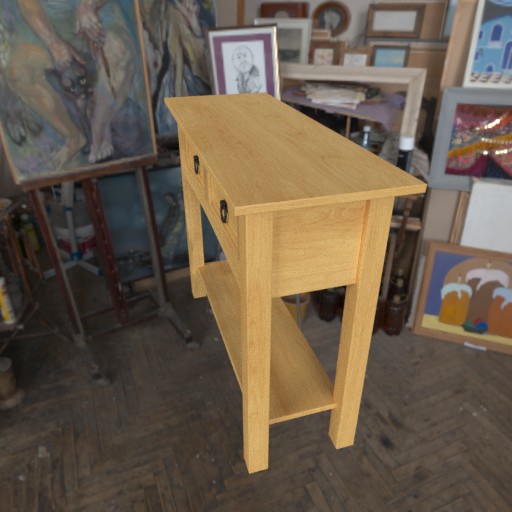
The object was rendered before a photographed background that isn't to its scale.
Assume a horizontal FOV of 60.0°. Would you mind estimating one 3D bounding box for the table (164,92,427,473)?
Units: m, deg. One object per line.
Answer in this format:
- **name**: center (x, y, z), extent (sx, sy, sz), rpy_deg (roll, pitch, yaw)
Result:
- **table**: center (0.000, 0.000, 1.269), extent (0.340, 0.728, 0.900), rpy_deg (-9, 31, -15)
